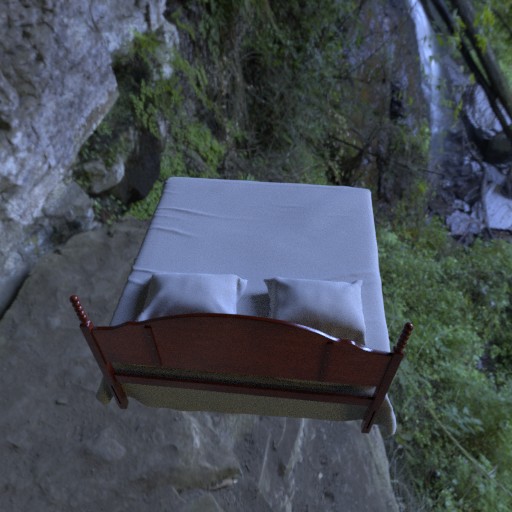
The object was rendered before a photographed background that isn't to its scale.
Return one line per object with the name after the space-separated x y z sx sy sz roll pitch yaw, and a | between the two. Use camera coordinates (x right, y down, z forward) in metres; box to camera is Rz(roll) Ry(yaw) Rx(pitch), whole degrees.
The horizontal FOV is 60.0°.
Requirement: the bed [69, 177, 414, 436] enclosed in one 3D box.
0.000 0.000 3.652 2.322 1.355 2.219 4 46 4 | bed
